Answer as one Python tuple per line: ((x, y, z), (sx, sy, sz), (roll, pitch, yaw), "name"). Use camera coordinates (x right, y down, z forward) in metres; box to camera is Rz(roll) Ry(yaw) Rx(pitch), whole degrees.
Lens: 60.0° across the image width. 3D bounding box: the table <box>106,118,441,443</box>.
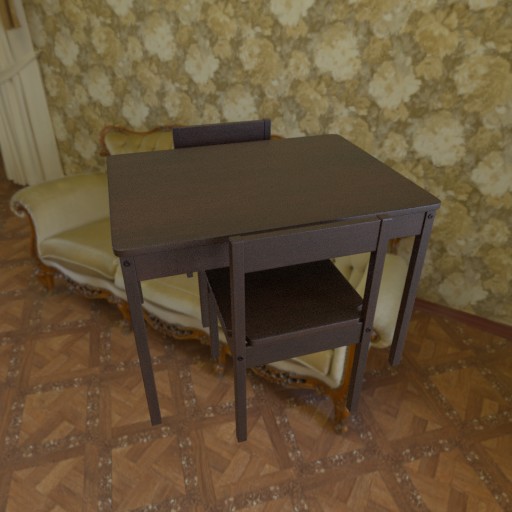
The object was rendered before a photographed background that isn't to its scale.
((0.000, 0.000, 1.129), (0.650, 0.503, 0.672), (-9, 33, -14), "table")
